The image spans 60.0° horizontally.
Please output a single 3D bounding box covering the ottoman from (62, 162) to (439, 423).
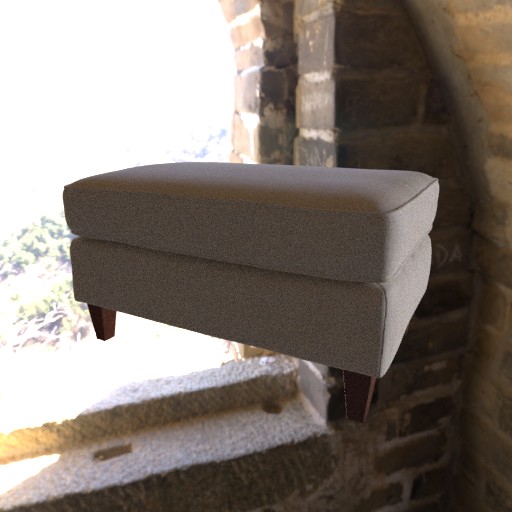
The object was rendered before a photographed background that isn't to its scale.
[{"bbox_3d":[0.000,0.000,1.225,0.862,0.484,0.583,9,19,28],"label":"ottoman"}]
